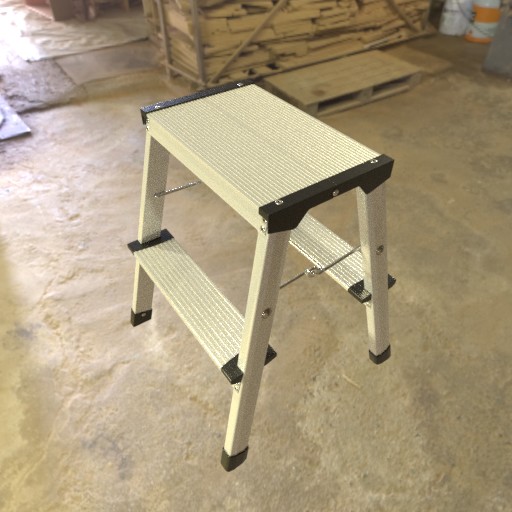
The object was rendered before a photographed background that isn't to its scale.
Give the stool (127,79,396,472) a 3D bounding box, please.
[{"bbox_3d":[0.000,0.000,0.789,0.405,0.480,0.404,-26,49,-25],"label":"stool"}]
